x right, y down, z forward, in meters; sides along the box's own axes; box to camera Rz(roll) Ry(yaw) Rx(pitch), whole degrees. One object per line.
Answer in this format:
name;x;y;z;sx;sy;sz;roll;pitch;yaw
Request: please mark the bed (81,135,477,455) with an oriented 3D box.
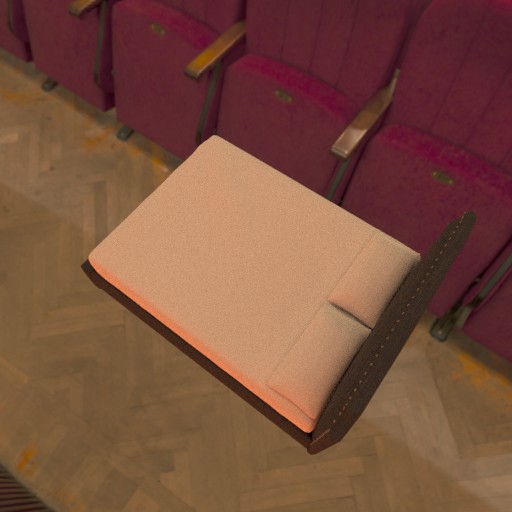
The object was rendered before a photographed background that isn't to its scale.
bed;0.000;0.000;3.396;2.372;1.443;1.713;33;67;16
